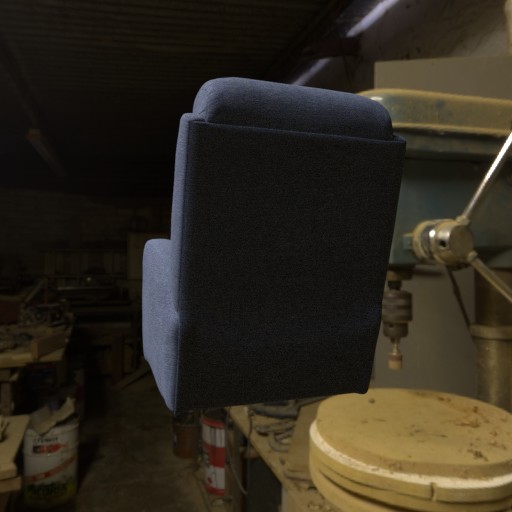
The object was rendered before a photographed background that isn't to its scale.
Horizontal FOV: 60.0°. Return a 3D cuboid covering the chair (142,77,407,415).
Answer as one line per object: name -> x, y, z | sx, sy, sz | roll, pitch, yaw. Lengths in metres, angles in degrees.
chair -> 0.000, 0.000, 1.714 | 0.798, 1.013, 1.043 | 0, 0, -18
